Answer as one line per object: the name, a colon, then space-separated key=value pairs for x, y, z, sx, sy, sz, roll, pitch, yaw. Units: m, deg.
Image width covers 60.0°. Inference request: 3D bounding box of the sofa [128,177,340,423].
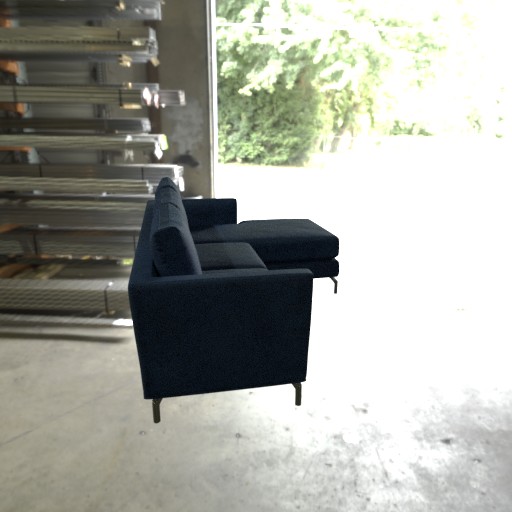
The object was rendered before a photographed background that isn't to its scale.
sofa: x=0.000 y=0.000 z=3.276 sx=1.622 sy=0.987 sz=2.438 roll=-3 pitch=16 yaw=-11
